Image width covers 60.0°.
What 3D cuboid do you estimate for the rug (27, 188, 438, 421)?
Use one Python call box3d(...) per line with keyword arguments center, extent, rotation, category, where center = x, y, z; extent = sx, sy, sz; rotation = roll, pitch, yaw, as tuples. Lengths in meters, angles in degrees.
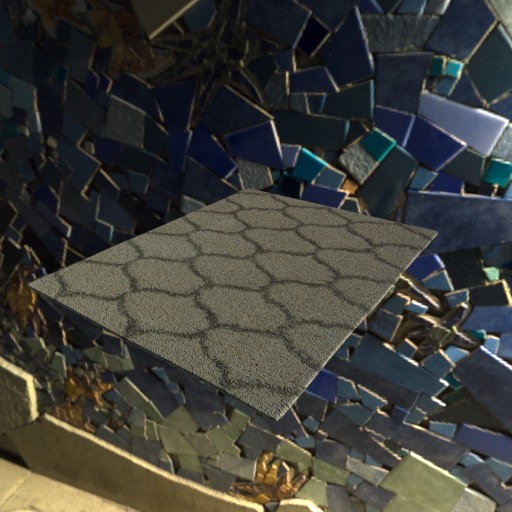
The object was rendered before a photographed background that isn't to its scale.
box3d(center=(0.000, 0.000, 4.010), extent=(2.399, 0.026, 3.000), rotation=(18, 32, 31), category="rug")
